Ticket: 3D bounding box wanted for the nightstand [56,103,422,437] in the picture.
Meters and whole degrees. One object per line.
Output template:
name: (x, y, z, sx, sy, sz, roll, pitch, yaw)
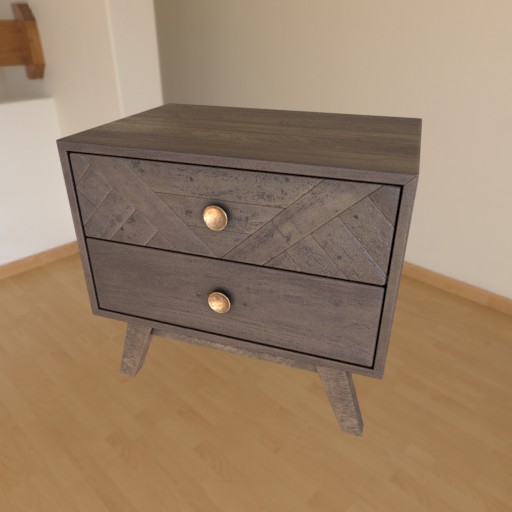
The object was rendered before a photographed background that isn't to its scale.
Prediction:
nightstand: (0.000, 0.000, 1.060, 0.650, 0.599, 0.450, 9, 29, 17)
